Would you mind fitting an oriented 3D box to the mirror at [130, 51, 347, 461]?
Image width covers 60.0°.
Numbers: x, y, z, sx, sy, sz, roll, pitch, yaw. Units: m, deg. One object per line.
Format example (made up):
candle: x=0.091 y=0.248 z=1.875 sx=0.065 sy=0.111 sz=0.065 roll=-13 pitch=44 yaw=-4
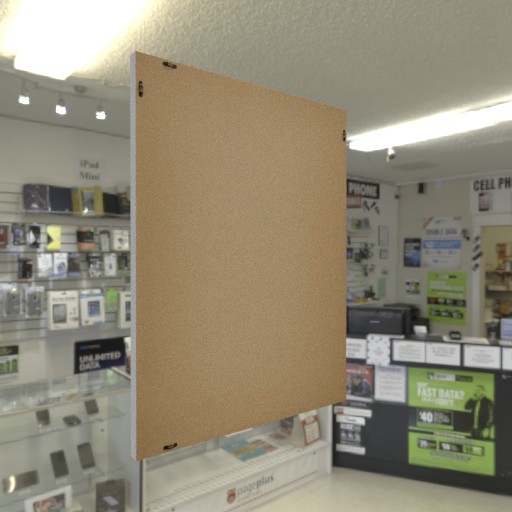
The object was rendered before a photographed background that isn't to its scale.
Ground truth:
mirror: x=0.000 y=0.000 z=1.335 sx=0.762 sy=1.016 sz=0.040 roll=0 pitch=0 yaw=-36
